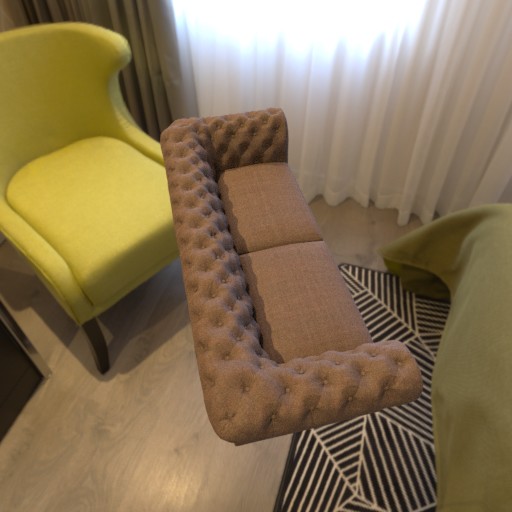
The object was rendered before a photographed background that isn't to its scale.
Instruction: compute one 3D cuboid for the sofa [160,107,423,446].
[{"bbox_3d":[0.000,0.000,2.811,0.944,0.787,2.385,-10,49,-9],"label":"sofa"}]
